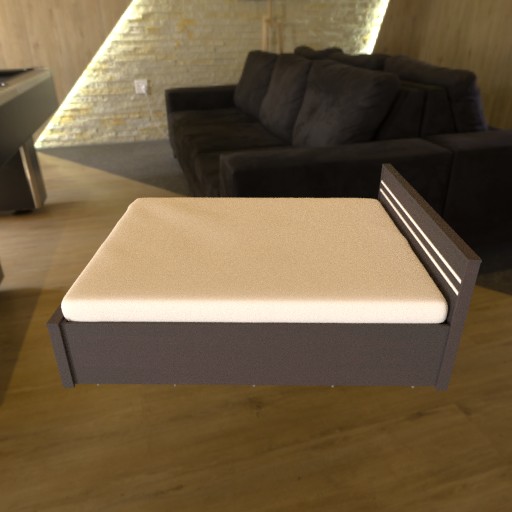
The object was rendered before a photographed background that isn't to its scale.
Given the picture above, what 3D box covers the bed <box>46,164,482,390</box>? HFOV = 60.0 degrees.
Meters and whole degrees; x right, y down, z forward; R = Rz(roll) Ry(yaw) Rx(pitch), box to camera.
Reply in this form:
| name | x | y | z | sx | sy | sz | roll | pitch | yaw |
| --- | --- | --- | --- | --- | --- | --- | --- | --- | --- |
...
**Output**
| name | x | y | z | sx | sy | sz | roll | pitch | yaw |
| --- | --- | --- | --- | --- | --- | --- | --- | --- | --- |
| bed | 0.000 | 0.000 | 2.966 | 2.103 | 0.808 | 1.634 | 0 | 27 | 1 |
